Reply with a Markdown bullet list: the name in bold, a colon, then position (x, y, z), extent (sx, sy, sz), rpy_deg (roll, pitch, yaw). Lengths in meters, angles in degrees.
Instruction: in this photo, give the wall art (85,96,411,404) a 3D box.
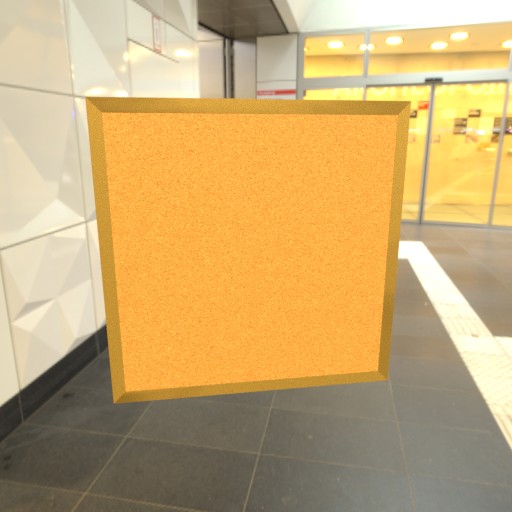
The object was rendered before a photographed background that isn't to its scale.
- **wall art**: position (0.000, 0.000, 1.142), extent (0.762, 0.762, 0.038), rpy_deg (-2, 15, -9)
